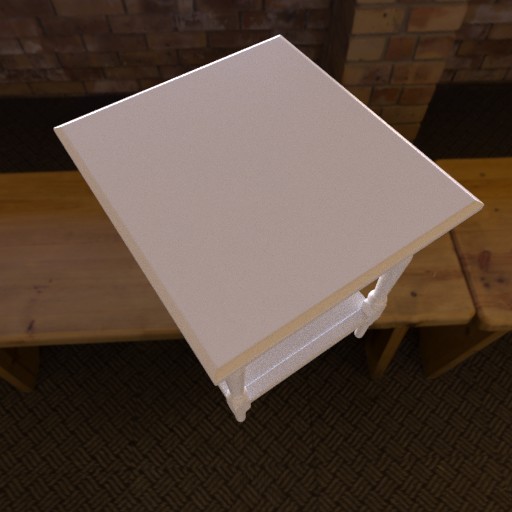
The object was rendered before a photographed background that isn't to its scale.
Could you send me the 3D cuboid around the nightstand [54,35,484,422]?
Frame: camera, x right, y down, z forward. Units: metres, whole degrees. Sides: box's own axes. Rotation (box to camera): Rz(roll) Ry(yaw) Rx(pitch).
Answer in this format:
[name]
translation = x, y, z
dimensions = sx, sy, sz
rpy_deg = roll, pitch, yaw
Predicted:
[nightstand]
translation = 0.000, 0.000, 0.916
dimensions = 0.459, 0.555, 0.505
rpy_deg = -30, 63, -17
